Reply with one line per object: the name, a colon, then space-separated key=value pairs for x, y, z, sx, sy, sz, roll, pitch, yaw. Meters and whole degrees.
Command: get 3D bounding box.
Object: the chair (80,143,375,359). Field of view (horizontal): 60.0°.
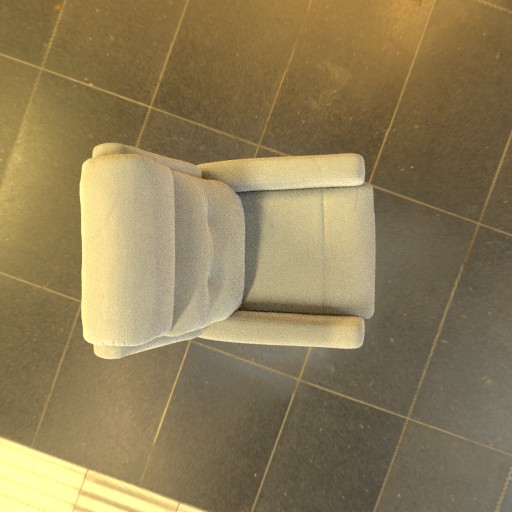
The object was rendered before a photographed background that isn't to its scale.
chair: x=0.000 y=0.000 z=1.743 sx=1.043 sy=1.013 sz=0.798 roll=0 pitch=91 yaw=1
